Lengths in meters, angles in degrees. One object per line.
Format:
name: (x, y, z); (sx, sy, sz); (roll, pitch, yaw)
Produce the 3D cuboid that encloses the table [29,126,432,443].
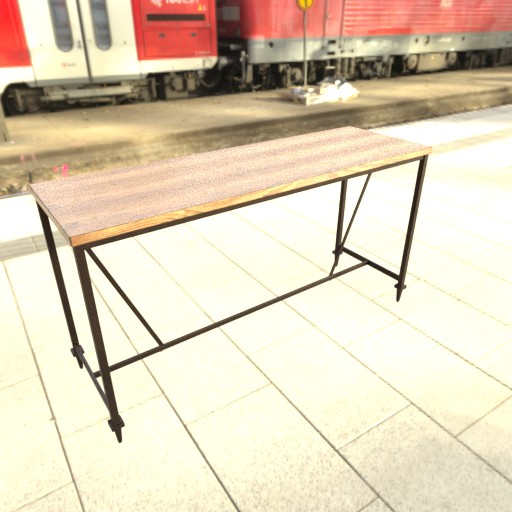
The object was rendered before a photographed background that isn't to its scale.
table: (0.000, 0.000, 2.105); (1.700, 0.902, 0.551); (-19, 34, -31)
